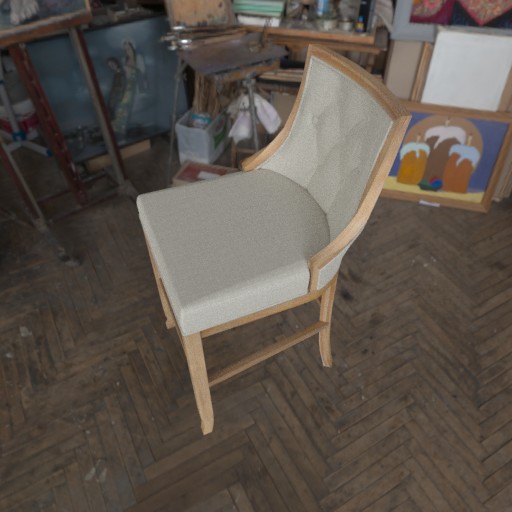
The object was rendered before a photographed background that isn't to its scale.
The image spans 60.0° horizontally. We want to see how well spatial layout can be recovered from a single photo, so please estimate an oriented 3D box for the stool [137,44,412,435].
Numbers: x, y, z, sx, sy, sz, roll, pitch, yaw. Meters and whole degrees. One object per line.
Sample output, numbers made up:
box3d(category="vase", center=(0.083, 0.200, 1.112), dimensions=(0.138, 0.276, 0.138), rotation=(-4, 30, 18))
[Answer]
box3d(category="stool", center=(0.000, 0.000, 1.436), dimensions=(0.626, 1.101, 0.524), rotation=(-17, 49, -16))
